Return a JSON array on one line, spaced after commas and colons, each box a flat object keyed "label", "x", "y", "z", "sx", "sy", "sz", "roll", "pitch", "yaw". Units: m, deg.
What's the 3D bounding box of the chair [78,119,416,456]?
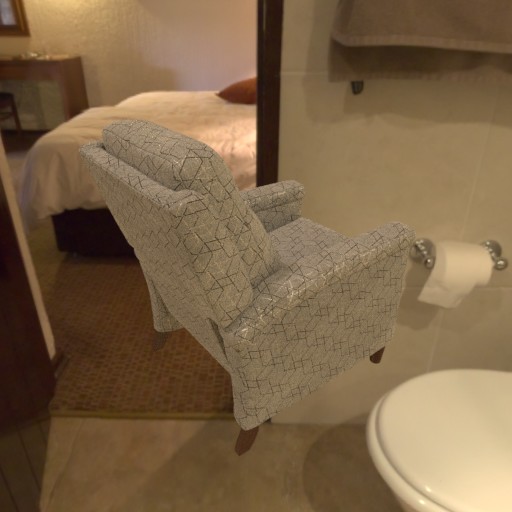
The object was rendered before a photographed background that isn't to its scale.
[{"label": "chair", "x": 0.000, "y": 0.000, "z": 1.694, "sx": 0.987, "sy": 1.048, "sz": 0.753, "roll": -19, "pitch": 34, "yaw": -32}]
